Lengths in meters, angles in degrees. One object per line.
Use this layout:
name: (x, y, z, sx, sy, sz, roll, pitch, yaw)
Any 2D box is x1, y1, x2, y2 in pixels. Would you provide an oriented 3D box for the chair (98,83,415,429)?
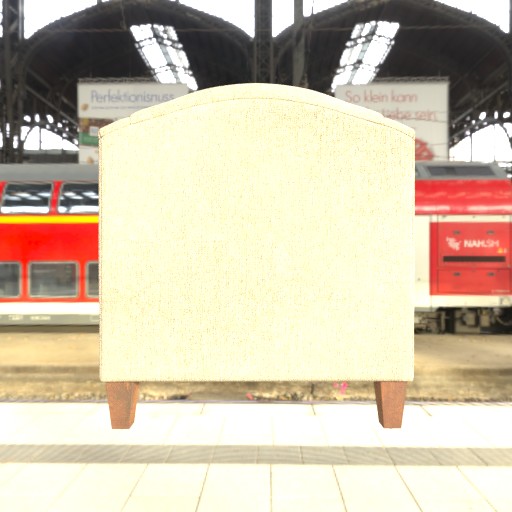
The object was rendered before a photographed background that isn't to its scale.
chair: (0.000, 0.000, 1.426, 0.763, 0.839, 0.787, 0, 0, 0)
